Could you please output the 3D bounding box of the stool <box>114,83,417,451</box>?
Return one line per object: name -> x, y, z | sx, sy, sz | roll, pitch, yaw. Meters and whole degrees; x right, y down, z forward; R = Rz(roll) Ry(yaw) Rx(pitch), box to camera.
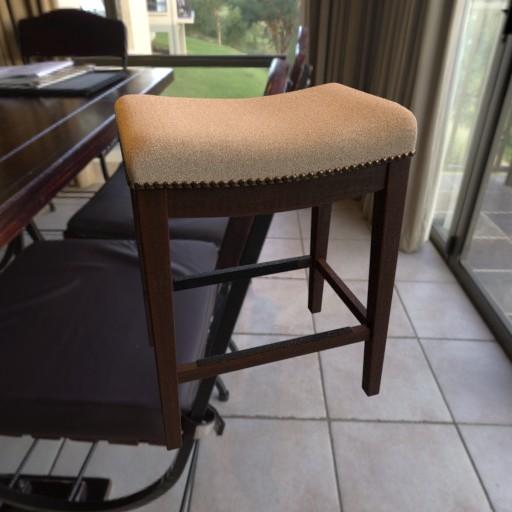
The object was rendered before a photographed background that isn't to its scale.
stool -> 0.000, 0.000, 0.978 | 0.509, 0.669, 0.363 | -9, 32, -15
